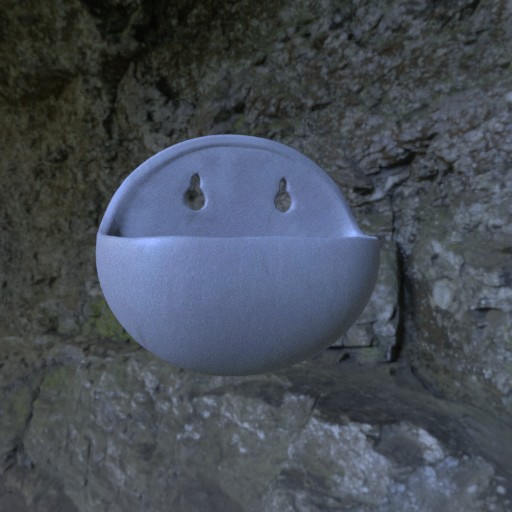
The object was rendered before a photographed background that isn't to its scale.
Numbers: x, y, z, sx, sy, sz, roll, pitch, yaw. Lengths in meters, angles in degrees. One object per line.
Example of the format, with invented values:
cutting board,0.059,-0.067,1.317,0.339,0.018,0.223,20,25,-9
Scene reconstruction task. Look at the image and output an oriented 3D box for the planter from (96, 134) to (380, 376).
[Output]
planter,0.000,0.000,0.278,0.190,0.164,0.073,-1,2,-19
